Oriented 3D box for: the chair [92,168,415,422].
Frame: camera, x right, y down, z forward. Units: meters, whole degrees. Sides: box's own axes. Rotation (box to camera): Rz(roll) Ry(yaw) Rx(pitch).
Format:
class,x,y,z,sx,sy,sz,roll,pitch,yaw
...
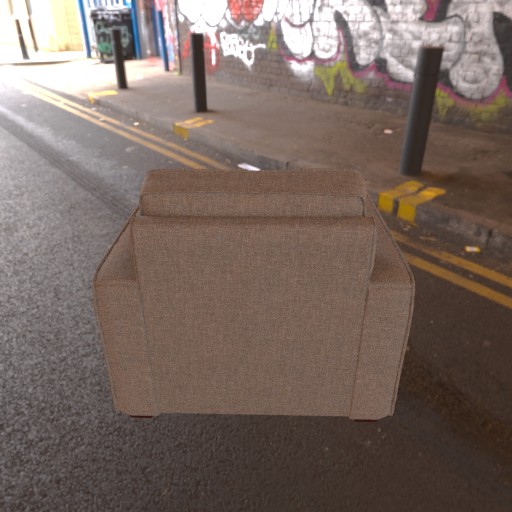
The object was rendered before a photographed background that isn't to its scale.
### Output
class,x,y,z,sx,sy,sz,roll,pitch,yaw
chair,0.000,0.000,1.788,1.016,0.914,0.940,1,29,1
